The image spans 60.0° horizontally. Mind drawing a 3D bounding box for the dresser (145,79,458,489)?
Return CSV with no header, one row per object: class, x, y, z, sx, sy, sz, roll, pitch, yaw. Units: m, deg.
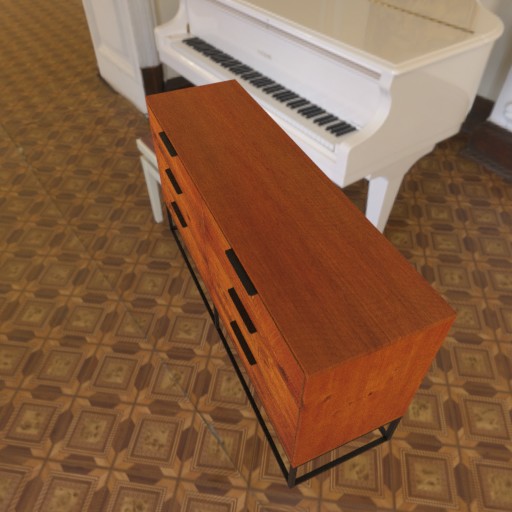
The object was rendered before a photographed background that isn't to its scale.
dresser,0.000,0.000,1.862,0.464,0.810,1.536,-18,48,-17
